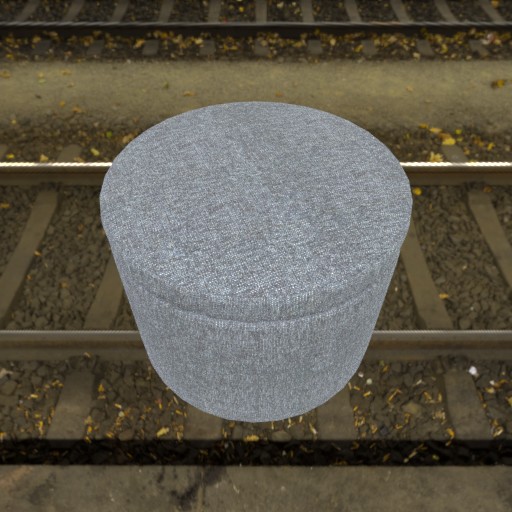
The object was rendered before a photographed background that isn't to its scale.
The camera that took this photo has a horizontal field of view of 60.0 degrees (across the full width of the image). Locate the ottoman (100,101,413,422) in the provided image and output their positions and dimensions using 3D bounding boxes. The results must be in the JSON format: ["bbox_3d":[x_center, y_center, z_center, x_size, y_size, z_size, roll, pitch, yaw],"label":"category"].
[{"bbox_3d":[0.000,0.000,0.857,0.500,0.419,0.500,0,47,0],"label":"ottoman"}]
